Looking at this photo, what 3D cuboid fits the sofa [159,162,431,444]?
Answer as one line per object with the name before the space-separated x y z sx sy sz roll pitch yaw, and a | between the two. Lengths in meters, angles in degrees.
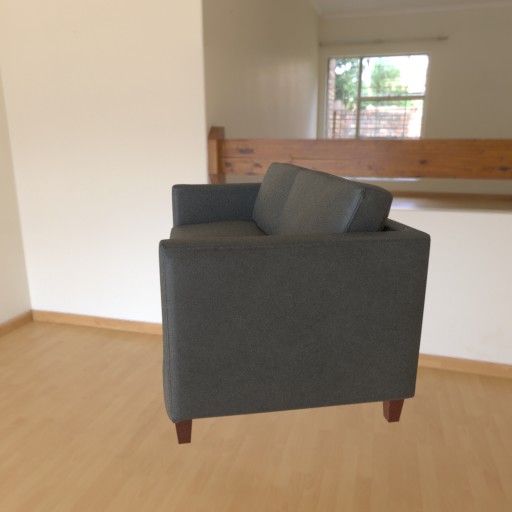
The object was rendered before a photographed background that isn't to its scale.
sofa | 0.000 0.000 2.391 0.951 0.933 1.883 -2 15 -9
